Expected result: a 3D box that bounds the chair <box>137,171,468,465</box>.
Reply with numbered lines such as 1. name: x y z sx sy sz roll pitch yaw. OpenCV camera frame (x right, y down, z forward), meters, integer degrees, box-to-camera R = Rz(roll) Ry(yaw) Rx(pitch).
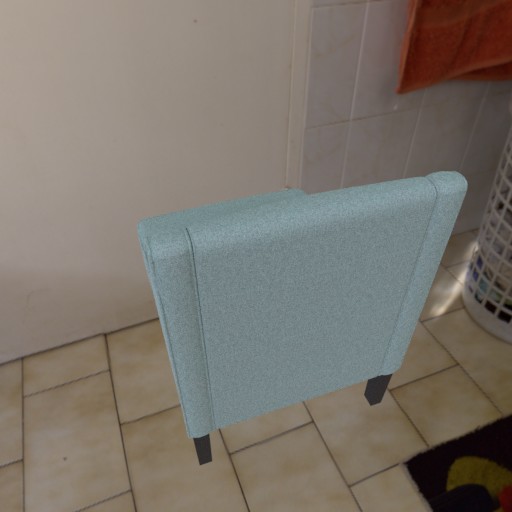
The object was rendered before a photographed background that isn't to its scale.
1. chair: 0.000 0.000 1.788 0.857 1.133 1.025 -13 44 -14
